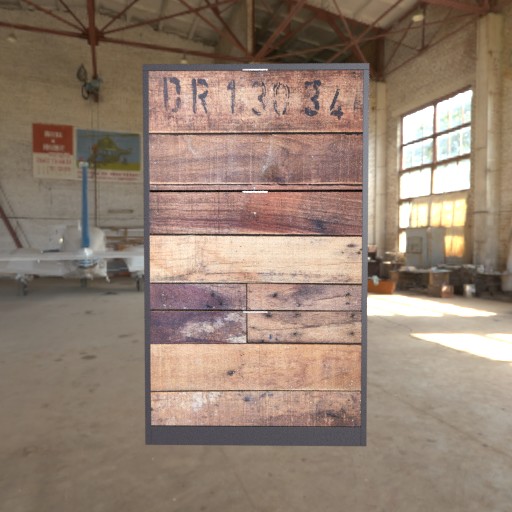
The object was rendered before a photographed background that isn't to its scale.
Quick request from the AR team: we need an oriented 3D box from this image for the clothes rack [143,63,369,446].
[{"bbox_3d":[0.000,0.000,1.601,0.750,1.280,0.250,0,2,1],"label":"clothes rack"}]
